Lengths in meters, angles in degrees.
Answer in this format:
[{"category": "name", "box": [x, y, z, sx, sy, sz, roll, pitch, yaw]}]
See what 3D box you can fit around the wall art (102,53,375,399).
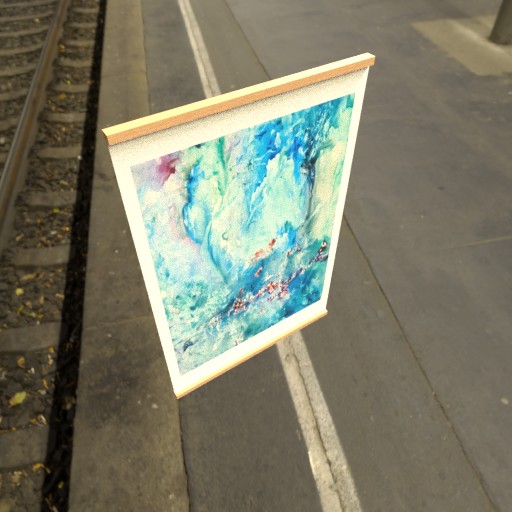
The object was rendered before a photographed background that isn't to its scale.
[{"category": "wall art", "box": [0.000, 0.000, 1.310, 0.669, 1.020, 0.027, -25, 50, -23]}]
